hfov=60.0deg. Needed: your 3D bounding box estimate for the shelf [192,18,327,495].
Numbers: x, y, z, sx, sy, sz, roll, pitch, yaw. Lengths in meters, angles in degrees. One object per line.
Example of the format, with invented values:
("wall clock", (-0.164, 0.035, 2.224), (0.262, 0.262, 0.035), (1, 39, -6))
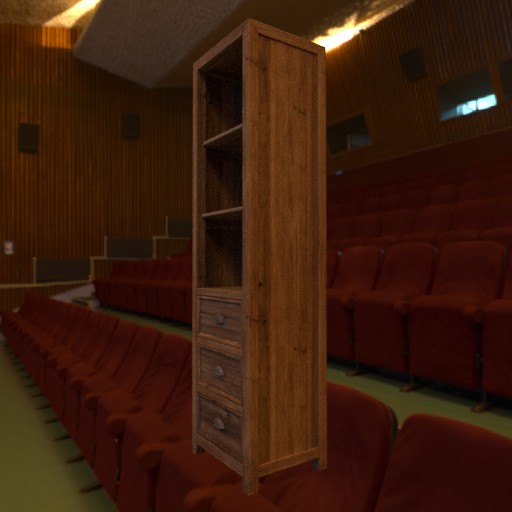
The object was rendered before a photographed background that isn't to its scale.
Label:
("shelf", (0.000, 0.000, 2.083), (0.428, 1.900, 0.500), (1, -1, -35))
